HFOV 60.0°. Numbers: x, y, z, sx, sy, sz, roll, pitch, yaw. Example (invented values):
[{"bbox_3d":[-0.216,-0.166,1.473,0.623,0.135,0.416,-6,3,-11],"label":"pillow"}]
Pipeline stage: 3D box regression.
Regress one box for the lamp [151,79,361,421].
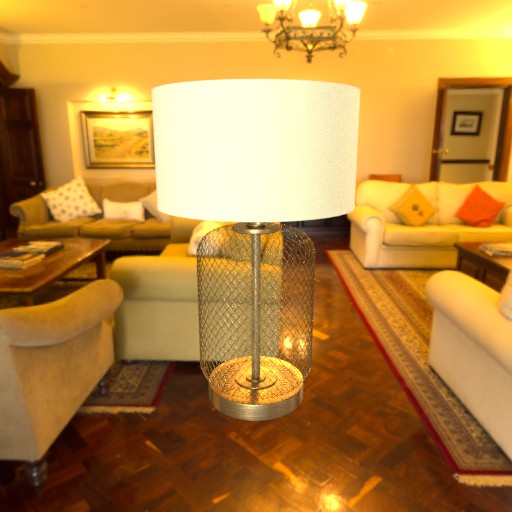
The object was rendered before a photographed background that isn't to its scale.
[{"bbox_3d":[0.000,0.000,0.834,0.353,0.578,0.353,0,14,0],"label":"lamp"}]
